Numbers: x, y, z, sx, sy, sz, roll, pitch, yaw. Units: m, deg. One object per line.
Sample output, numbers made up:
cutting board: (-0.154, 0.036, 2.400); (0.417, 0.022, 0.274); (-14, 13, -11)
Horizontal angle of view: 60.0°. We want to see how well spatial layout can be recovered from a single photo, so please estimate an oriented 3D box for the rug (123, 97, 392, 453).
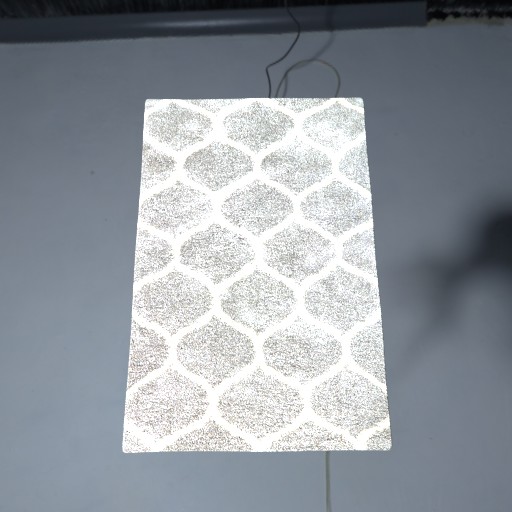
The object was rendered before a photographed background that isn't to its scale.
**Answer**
rug: (0.000, 0.000, 3.312); (1.801, 0.026, 2.701); (0, 75, 0)
